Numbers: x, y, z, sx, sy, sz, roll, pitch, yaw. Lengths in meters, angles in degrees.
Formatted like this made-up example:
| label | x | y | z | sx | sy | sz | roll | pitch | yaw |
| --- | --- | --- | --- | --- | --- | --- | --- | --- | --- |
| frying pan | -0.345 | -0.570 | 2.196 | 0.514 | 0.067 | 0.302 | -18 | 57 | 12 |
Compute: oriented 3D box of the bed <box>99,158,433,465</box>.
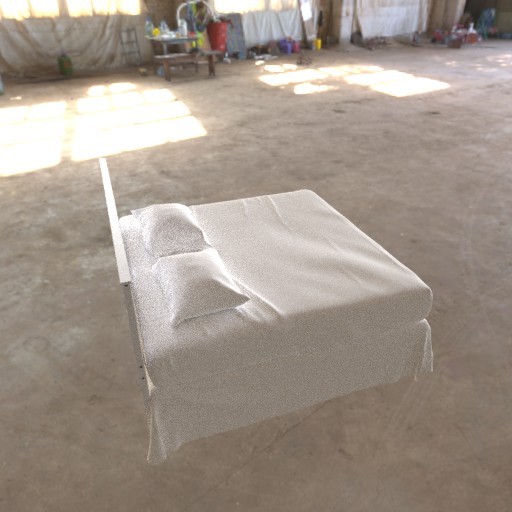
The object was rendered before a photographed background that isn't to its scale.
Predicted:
| label | x | y | z | sx | sy | sz | roll | pitch | yaw |
| --- | --- | --- | --- | --- | --- | --- | --- | --- | --- |
| bed | 0.000 | 0.000 | 3.624 | 2.215 | 1.273 | 2.317 | -10 | 32 | -17 |
